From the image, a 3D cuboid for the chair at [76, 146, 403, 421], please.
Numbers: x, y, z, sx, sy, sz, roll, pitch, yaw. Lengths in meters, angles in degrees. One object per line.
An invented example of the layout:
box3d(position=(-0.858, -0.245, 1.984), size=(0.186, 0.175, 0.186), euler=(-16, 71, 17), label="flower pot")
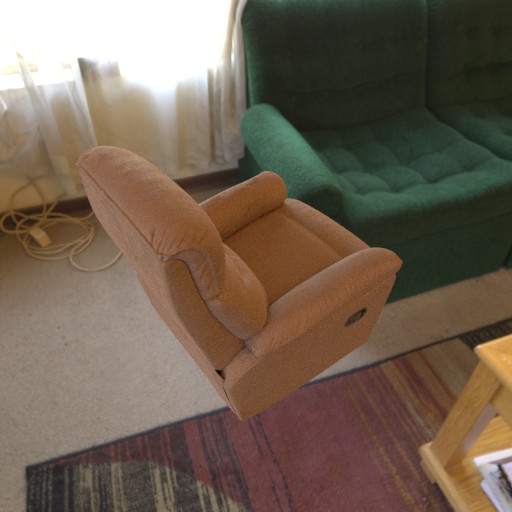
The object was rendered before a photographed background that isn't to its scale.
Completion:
box3d(position=(0.000, 0.000, 1.748), size=(1.004, 1.037, 0.820), euler=(-27, 48, -27), label="chair")
